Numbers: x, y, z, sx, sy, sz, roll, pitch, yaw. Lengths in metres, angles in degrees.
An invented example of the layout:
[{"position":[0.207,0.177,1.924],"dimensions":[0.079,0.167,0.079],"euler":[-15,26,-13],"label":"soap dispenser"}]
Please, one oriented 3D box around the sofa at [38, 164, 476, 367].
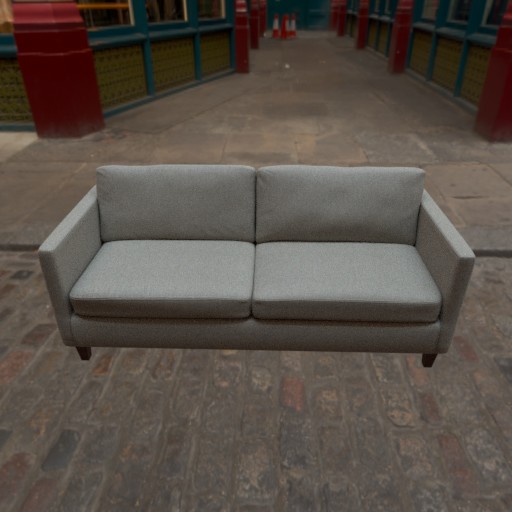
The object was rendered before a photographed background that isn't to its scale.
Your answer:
[{"position":[0.000,0.000,2.702],"dimensions":[2.208,0.963,0.956],"euler":[1,31,1],"label":"sofa"}]
